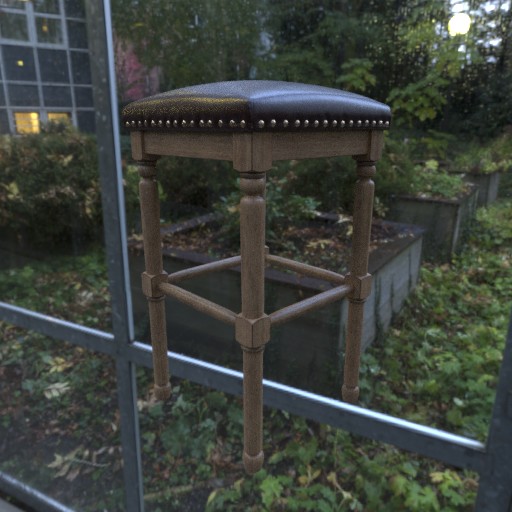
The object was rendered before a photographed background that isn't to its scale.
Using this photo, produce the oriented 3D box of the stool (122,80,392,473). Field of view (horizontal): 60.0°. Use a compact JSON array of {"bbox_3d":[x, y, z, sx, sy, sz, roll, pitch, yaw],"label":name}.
[{"bbox_3d":[0.000,0.000,0.955,0.383,0.702,0.382,-15,22,-41],"label":"stool"}]
